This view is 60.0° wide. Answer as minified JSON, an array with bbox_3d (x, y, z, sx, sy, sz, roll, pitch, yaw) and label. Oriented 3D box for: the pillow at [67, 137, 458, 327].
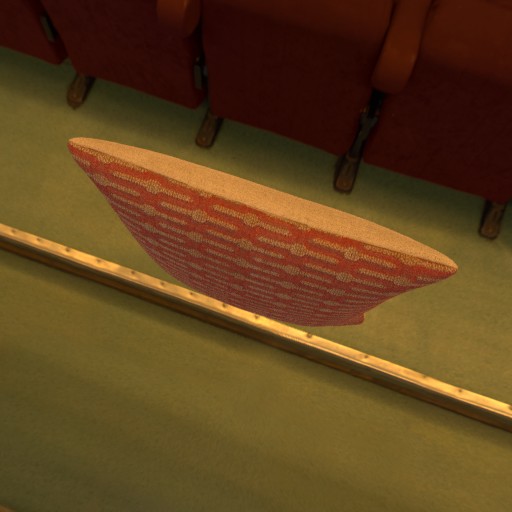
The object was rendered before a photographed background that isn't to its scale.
[{"bbox_3d":[0.000,0.000,0.778,0.511,0.503,0.182,19,76,5],"label":"pillow"}]
